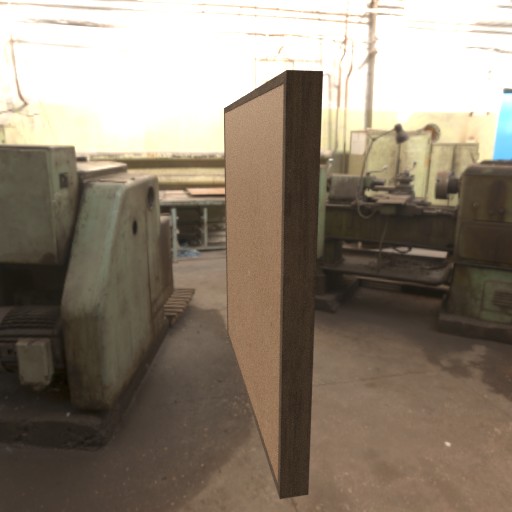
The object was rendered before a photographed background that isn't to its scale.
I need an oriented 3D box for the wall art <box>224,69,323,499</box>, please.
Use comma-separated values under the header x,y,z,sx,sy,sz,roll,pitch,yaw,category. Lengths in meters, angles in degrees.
x,y,z,sx,sy,sz,roll,pitch,yaw,category
0.000,0.000,0.744,0.038,0.508,0.508,-3,15,-11,wall art
